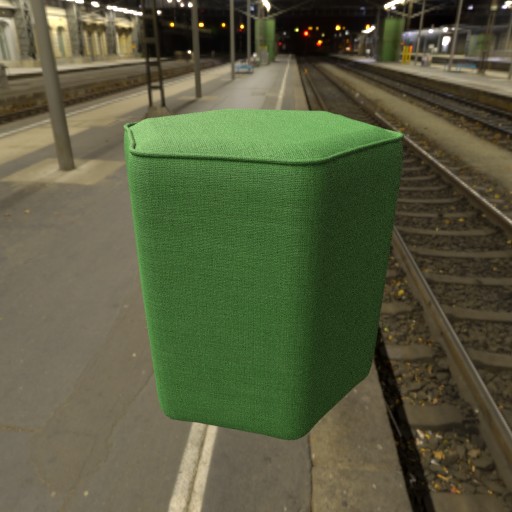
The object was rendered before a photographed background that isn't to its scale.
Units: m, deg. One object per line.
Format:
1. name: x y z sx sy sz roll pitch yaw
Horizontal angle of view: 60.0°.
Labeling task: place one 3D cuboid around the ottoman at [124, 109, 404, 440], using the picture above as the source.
1. ottoman: 0.000 0.000 0.868 0.444 0.507 0.499 -7 26 -15
